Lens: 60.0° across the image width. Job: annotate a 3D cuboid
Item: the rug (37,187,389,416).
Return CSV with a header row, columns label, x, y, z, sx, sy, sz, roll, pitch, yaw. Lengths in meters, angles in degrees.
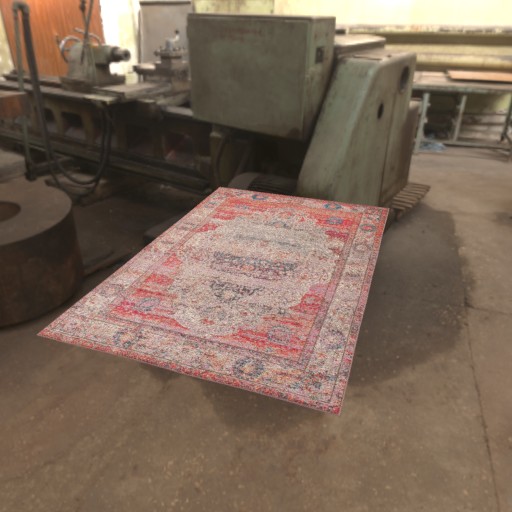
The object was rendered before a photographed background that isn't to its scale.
label,x,y,z,sx,sy,sz,roll,pitch,yaw
rug,0.000,0.000,2.352,1.219,0.006,1.829,10,30,17
